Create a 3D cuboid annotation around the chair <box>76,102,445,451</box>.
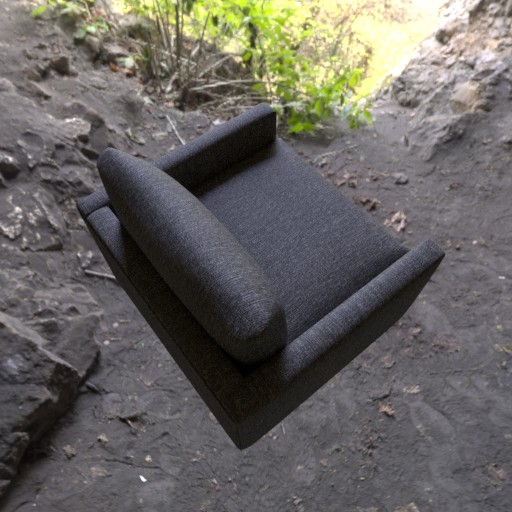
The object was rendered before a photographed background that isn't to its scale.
[{"bbox_3d":[0.000,0.000,1.632,0.866,0.861,0.963,-34,64,-19],"label":"chair"}]
